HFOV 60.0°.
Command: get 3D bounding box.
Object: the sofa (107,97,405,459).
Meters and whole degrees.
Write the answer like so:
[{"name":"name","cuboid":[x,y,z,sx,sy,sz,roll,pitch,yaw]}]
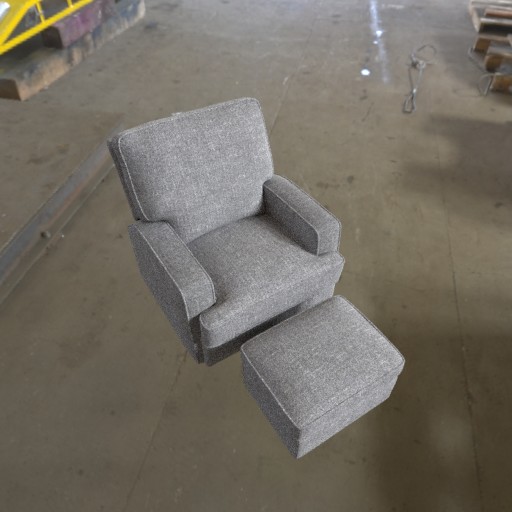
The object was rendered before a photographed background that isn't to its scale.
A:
[{"name":"sofa","cuboid":[0.000,0.000,2.043,0.861,0.959,1.472,-24,50,-22]}]
